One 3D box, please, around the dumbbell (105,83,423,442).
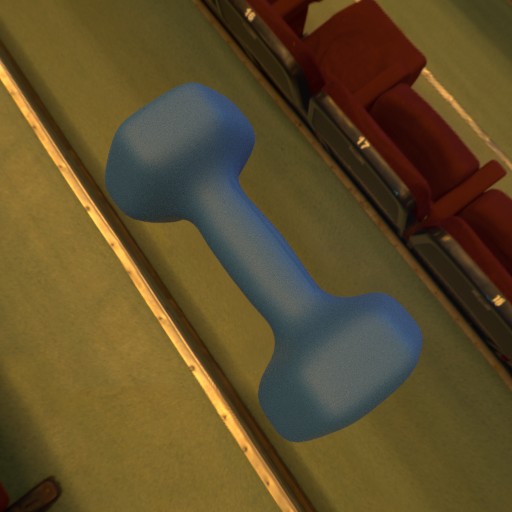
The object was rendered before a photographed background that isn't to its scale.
[{"bbox_3d":[0.000,0.000,0.269,0.103,0.093,0.212,-35,78,-9],"label":"dumbbell"}]
